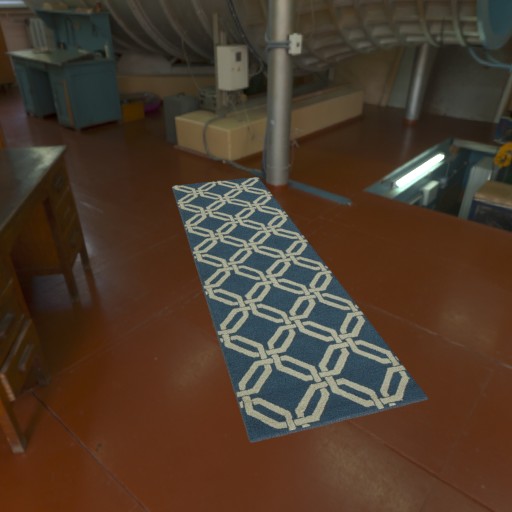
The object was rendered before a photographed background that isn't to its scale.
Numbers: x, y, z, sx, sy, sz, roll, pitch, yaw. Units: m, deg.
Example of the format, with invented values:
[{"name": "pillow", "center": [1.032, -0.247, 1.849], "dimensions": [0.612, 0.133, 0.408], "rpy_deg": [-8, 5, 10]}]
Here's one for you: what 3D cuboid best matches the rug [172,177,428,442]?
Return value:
[{"name": "rug", "center": [0.000, 0.000, 2.482], "dimensions": [0.678, 0.014, 2.276], "rpy_deg": [-8, 32, -13]}]
